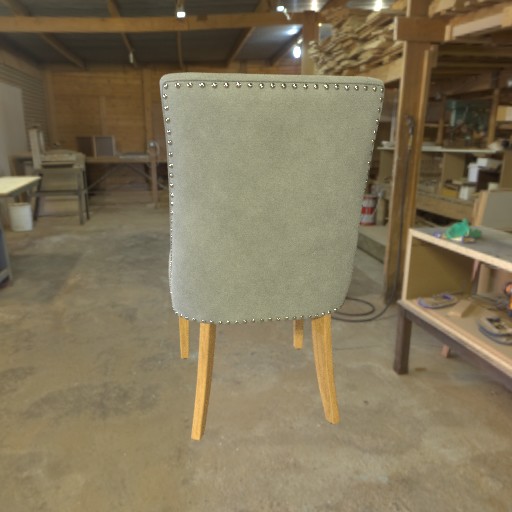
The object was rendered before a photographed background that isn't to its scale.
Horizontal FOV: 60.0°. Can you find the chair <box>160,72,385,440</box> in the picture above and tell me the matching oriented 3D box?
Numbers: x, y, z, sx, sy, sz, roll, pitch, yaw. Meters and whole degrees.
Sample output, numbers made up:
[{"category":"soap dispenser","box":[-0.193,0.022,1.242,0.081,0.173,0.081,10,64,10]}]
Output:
[{"category":"chair","box":[0.000,0.000,1.259,0.495,0.902,0.610,-3,16,-10]}]
